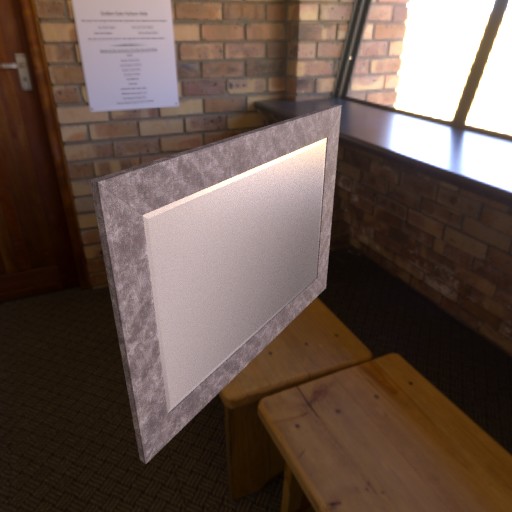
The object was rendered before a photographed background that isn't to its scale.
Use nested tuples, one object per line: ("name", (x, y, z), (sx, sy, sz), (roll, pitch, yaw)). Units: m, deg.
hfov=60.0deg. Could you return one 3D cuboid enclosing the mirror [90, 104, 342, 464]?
("mirror", (0.000, 0.000, 1.431), (0.022, 0.795, 1.101), (17, 32, 30))
